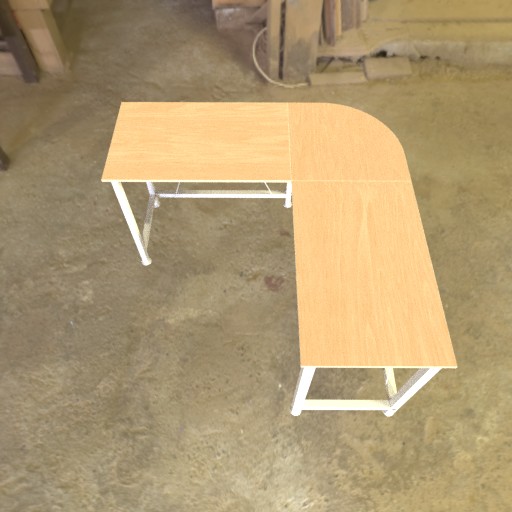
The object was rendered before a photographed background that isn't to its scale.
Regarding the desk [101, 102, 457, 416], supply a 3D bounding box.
[{"bbox_3d":[0.000,0.000,2.234,1.400,0.762,1.400,0,57,0],"label":"desk"}]
